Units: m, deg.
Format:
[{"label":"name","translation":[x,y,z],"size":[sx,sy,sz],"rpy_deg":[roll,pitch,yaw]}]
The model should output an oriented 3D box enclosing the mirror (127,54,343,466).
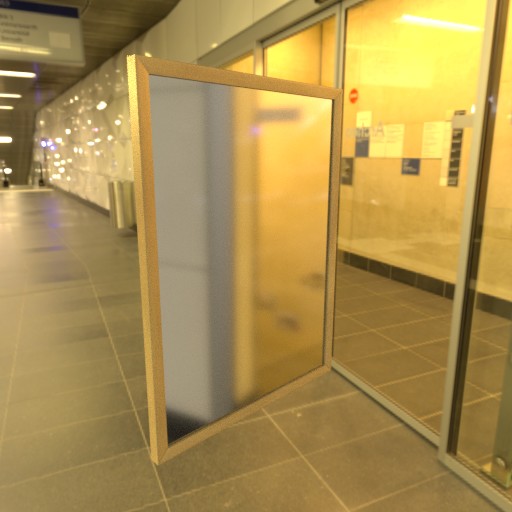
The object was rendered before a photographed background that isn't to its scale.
[{"label":"mirror","translation":[0.000,0.000,1.336],"size":[0.762,1.016,0.040],"rpy_deg":[-12,18,-43]}]
